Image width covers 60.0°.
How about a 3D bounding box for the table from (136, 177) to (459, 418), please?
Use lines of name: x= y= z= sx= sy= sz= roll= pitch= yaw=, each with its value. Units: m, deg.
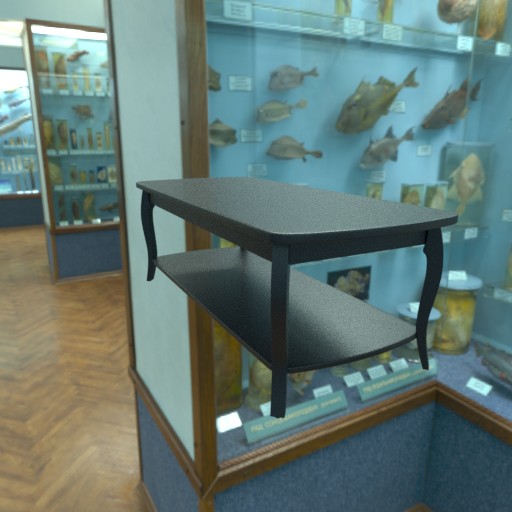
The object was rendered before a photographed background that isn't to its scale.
table: x=0.000 y=0.000 z=1.620 sx=0.571 sy=0.457 sz=1.333 roll=-8 pitch=17 yaw=-27
